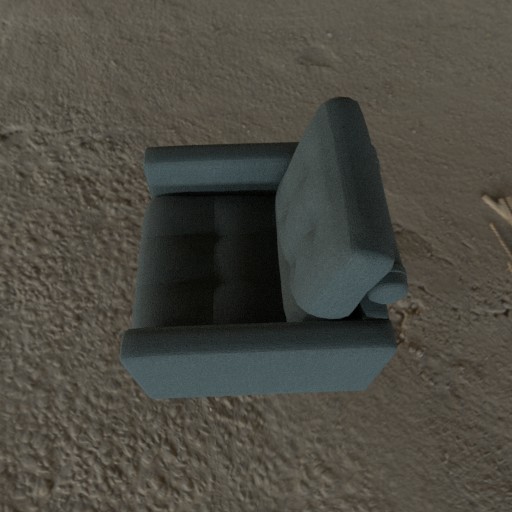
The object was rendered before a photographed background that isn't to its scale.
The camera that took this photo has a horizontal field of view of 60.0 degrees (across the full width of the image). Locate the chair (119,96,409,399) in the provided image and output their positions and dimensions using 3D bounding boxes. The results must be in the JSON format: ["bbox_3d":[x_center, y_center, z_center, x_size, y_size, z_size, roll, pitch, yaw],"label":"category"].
[{"bbox_3d":[0.000,0.000,1.544,0.843,0.880,0.821,-2,59,-1],"label":"chair"}]
